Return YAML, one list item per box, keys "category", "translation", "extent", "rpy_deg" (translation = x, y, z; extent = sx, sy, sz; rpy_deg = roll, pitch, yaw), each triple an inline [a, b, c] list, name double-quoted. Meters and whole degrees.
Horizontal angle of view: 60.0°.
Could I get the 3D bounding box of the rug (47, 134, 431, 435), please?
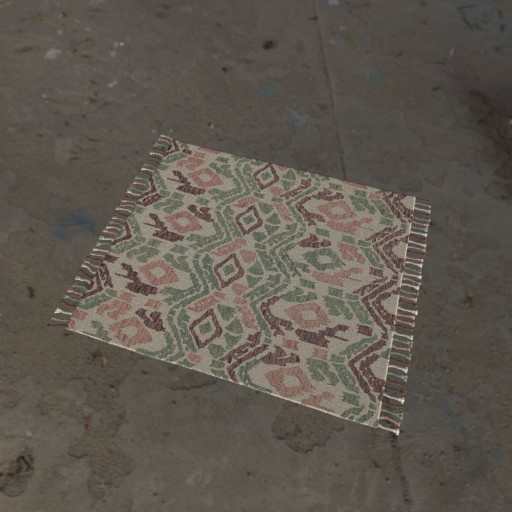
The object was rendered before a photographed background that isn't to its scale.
- category: "rug"
  translation: [0.000, 0.000, 4.185]
  extent: [3.048, 0.010, 2.438]
  rpy_deg: [15, 60, 9]
